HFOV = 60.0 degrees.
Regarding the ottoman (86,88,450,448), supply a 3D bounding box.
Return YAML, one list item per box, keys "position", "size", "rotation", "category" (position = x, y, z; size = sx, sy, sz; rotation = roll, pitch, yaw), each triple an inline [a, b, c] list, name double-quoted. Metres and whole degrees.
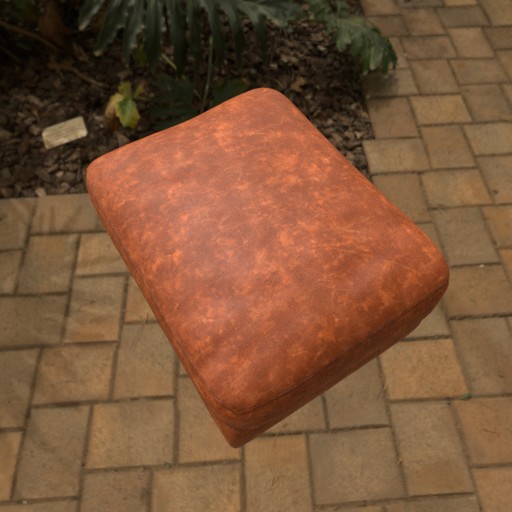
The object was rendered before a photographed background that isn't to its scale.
- position: [0.000, 0.000, 1.264]
  size: [0.657, 0.562, 0.832]
  rotation: [-29, 63, -16]
  category: "ottoman"
